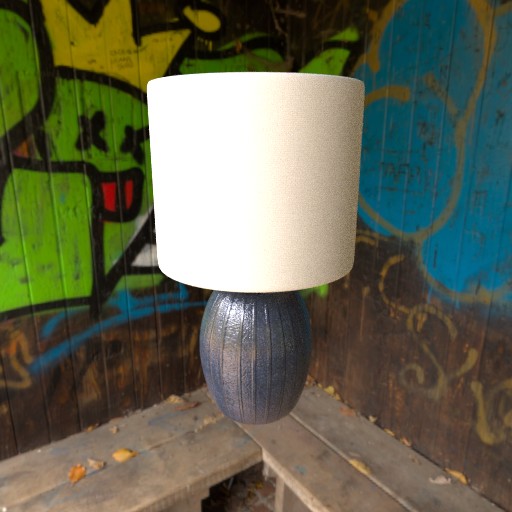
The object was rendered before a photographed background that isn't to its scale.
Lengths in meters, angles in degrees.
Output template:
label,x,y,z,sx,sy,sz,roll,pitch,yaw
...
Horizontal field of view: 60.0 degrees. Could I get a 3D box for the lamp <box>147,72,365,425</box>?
label,x,y,z,sx,sy,sz,roll,pitch,yaw
lamp,0.000,0.000,0.760,0.329,0.570,0.329,8,18,25
